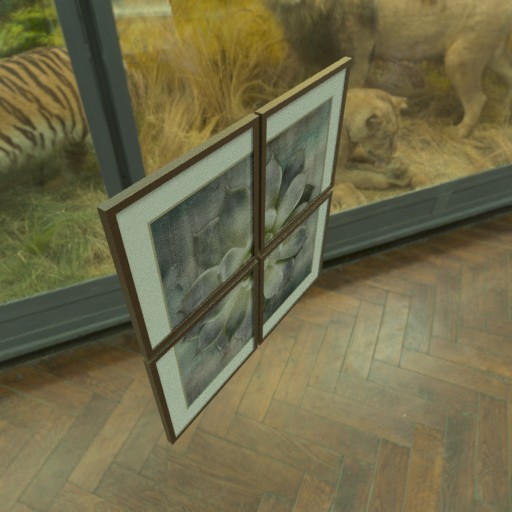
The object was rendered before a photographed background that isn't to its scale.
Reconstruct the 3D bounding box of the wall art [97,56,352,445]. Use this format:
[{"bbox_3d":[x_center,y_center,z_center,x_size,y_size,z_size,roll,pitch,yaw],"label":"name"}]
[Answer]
[{"bbox_3d":[0.000,0.000,1.521,0.030,1.032,1.032,27,49,26],"label":"wall art"}]
